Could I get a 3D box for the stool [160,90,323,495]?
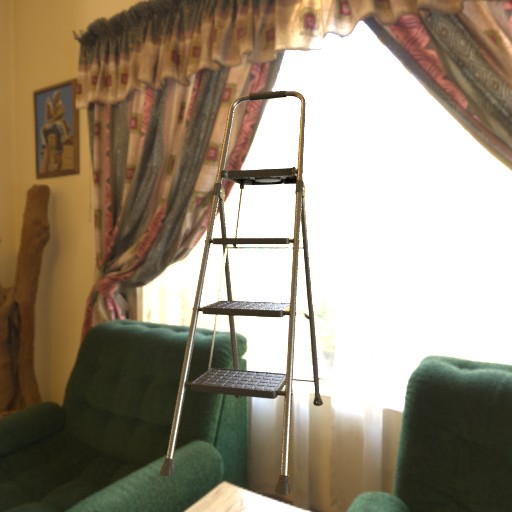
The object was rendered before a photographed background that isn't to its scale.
[{"bbox_3d":[0.000,0.000,1.588,0.396,1.277,0.733,0,2,16],"label":"stool"}]
